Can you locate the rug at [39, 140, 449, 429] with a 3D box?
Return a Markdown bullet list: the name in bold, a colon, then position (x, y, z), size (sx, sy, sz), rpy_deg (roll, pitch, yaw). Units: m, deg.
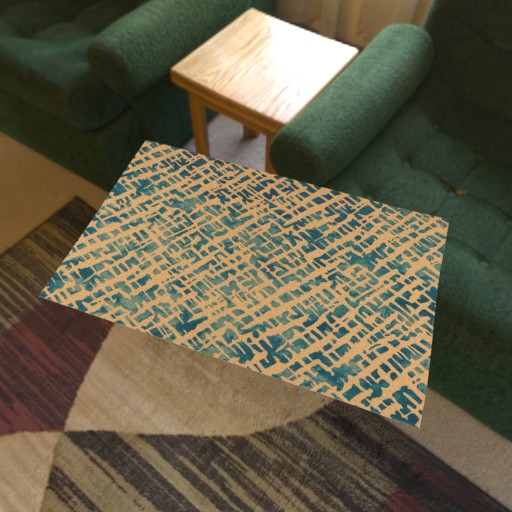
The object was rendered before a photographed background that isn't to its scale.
- **rug**: position (0.000, 0.000, 3.031), size (2.447, 0.011, 1.520), rpy_deg (17, 59, 10)
